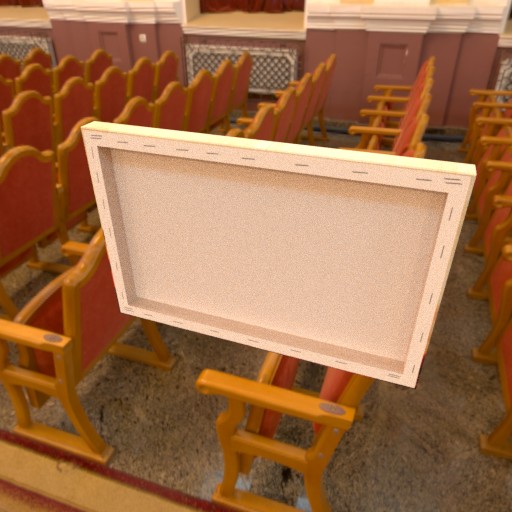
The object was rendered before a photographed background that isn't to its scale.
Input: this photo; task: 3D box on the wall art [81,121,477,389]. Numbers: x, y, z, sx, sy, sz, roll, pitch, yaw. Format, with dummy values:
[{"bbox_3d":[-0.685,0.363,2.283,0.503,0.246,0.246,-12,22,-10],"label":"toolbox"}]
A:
[{"bbox_3d":[0.000,0.000,0.777,0.613,0.402,0.040,11,34,17],"label":"wall art"}]
